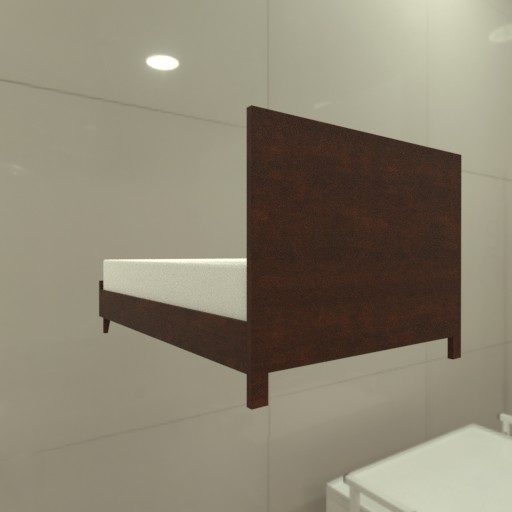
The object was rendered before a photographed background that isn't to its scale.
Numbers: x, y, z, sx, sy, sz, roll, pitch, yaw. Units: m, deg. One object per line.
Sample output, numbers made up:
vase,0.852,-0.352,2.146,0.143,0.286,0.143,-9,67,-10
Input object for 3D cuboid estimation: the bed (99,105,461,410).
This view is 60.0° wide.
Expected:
bed,0.000,0.000,3.201,1.600,1.270,2.184,0,0,-35
